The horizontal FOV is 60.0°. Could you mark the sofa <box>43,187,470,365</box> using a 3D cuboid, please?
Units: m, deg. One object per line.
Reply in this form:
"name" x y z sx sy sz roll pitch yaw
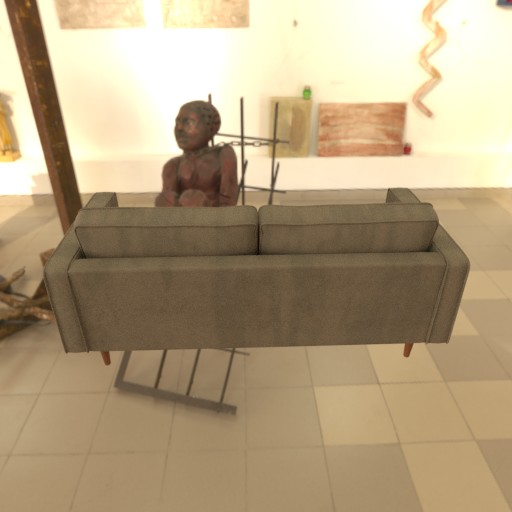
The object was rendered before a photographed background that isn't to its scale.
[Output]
"sofa" 0.000 0.000 2.425 1.920 0.825 0.924 -1 31 -2
